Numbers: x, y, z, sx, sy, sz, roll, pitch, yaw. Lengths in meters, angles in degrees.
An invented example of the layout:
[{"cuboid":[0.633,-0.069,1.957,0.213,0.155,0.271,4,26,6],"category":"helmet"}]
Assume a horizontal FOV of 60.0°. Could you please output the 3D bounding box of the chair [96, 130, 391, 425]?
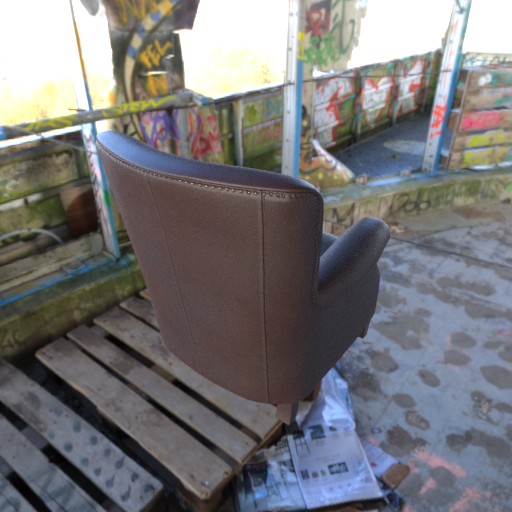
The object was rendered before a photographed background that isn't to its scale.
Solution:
[{"cuboid":[0.000,0.000,1.376,0.700,0.800,0.746,22,36,32],"category":"chair"}]
